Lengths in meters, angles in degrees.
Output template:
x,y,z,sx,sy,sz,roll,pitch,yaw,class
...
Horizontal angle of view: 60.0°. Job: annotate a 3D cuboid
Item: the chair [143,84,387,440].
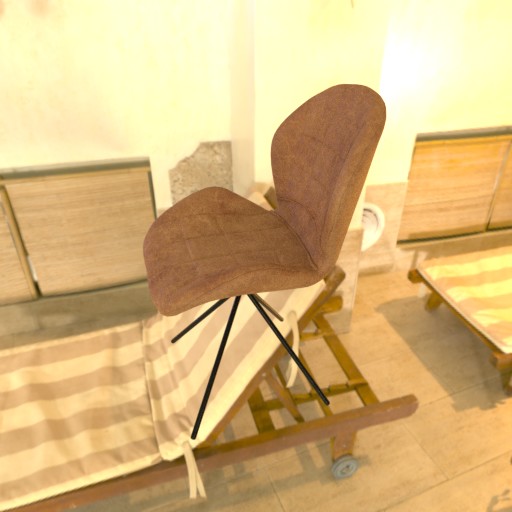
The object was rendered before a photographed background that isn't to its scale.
x,y,z,sx,sy,sz,roll,pitch,yaw,class
0.000,0.000,1.316,0.640,0.929,0.527,-9,33,-14,chair
